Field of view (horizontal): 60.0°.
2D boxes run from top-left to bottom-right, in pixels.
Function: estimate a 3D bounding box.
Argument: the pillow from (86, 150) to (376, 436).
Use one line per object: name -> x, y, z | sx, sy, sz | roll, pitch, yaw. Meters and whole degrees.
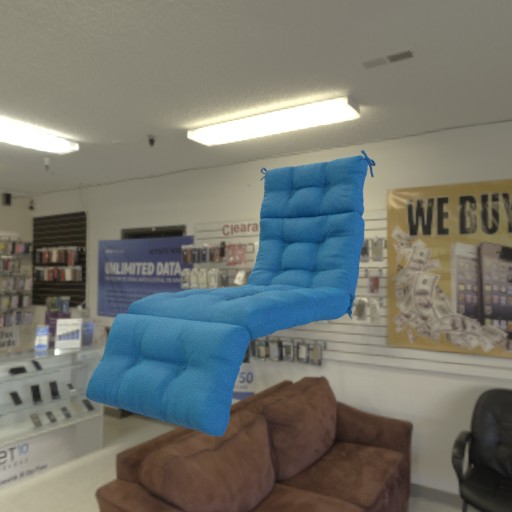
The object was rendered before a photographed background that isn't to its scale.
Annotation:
pillow -> 0.000, 0.000, 1.536 | 0.526, 0.863, 1.016 | -1, -2, 35
